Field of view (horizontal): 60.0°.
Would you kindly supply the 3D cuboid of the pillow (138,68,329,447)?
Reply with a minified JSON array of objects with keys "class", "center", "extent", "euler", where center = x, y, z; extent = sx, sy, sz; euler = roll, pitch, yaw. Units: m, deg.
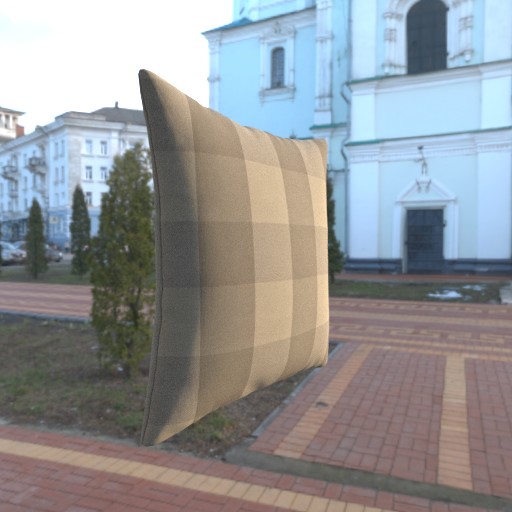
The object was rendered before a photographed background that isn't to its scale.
[{"class":"pillow","center":[0.000,0.000,0.794],"extent":[0.161,0.509,0.511],"euler":[1,2,37]}]
